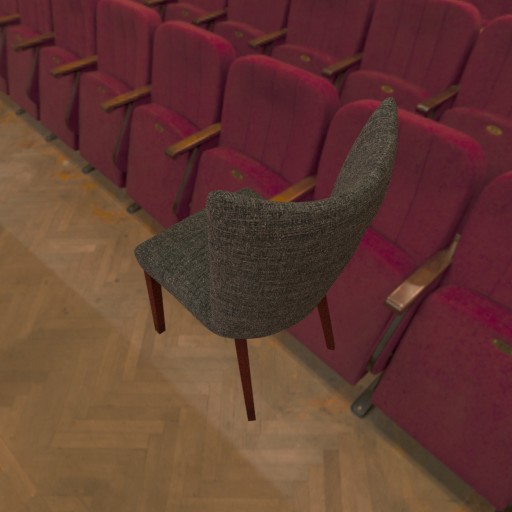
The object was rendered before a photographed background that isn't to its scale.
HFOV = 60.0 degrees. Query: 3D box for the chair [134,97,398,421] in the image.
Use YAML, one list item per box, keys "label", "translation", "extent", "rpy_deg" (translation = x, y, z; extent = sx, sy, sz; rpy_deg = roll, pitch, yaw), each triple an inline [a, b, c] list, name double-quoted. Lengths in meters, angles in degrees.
- label: "chair"
  translation: [0.000, 0.000, 1.296]
  extent: [0.535, 0.924, 0.623]
  rpy_deg: [-33, 54, -29]
